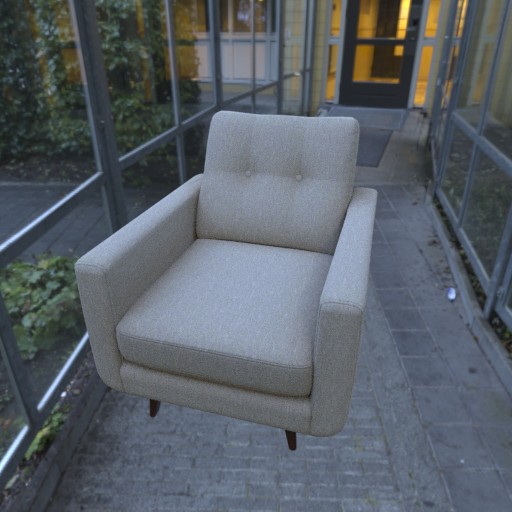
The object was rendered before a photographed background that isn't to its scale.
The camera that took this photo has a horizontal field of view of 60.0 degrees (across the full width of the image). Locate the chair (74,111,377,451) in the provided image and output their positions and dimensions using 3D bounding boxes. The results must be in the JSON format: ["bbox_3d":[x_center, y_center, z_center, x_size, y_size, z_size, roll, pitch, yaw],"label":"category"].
[{"bbox_3d":[0.000,0.000,1.791,0.897,0.965,1.128,8,28,14],"label":"chair"}]
